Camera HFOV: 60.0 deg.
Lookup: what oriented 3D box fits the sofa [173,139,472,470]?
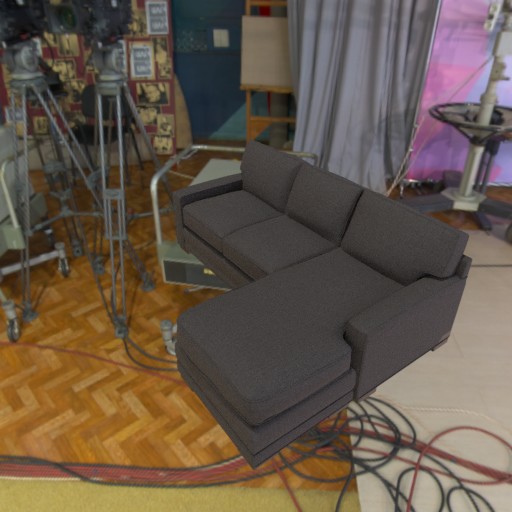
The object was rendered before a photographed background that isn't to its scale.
[{"bbox_3d":[0.000,0.000,3.365,1.790,0.973,2.370,-21,38,-30],"label":"sofa"}]
